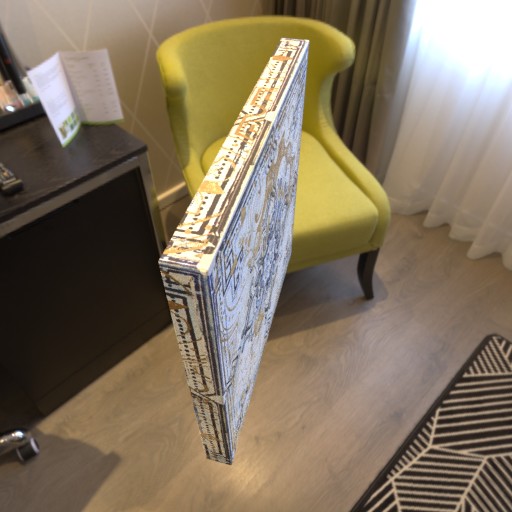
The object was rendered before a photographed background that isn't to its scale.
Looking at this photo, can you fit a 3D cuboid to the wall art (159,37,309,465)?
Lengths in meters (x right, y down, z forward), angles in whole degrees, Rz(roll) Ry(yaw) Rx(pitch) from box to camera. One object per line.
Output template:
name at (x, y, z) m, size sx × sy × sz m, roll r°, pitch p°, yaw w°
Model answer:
wall art at (0.000, 0.000, 0.597) m, size 0.038 × 0.410 × 0.411 m, roll 11°, pitch 48°, yaw 10°
